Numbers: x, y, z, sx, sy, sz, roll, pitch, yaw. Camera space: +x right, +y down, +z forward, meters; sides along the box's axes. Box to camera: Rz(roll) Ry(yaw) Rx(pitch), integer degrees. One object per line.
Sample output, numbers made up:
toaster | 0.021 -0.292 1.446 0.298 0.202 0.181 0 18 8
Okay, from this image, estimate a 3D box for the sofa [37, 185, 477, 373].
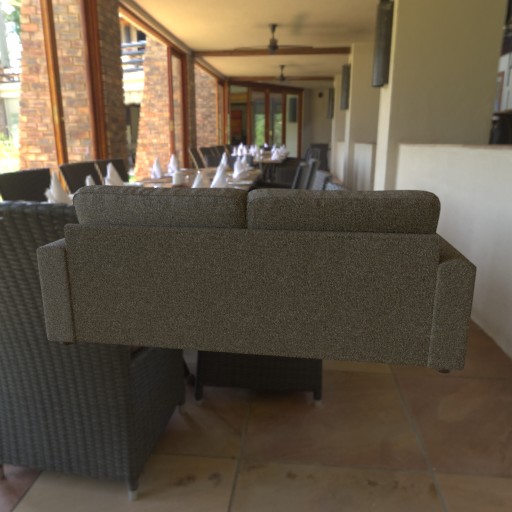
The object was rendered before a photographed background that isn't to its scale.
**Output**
sofa | 0.000 0.000 2.665 2.179 0.873 1.016 2 15 9
